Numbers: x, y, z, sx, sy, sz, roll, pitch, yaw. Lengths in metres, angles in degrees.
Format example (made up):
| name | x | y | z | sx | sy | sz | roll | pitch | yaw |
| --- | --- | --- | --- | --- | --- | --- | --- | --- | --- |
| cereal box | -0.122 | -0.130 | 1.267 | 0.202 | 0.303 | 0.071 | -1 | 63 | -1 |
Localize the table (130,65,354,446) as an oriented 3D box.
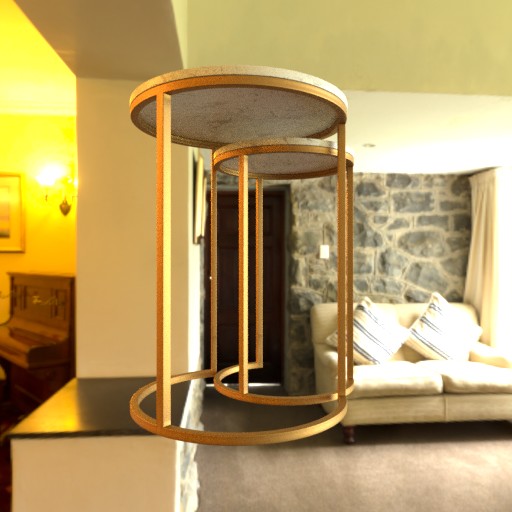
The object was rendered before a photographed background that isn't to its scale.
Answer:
| name | x | y | z | sx | sy | sz | roll | pitch | yaw |
| --- | --- | --- | --- | --- | --- | --- | --- | --- | --- |
| table | 0.000 | 0.000 | 0.882 | 0.400 | 0.550 | 0.507 | 0 | 0 | 36 |
